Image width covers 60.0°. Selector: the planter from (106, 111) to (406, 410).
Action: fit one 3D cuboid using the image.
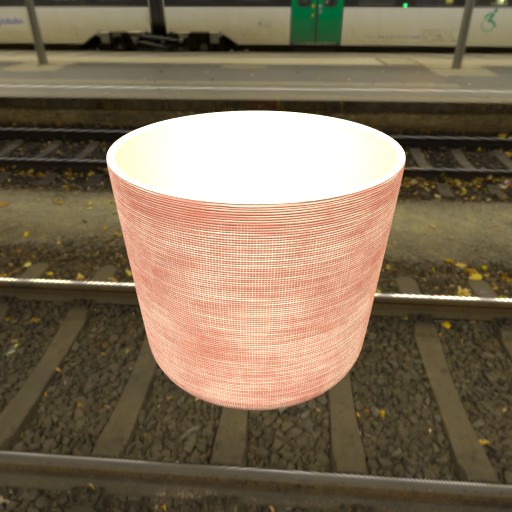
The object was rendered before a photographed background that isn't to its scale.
[{"bbox_3d":[0.000,0.000,0.779,0.440,0.398,0.440,0,31,0],"label":"planter"}]
